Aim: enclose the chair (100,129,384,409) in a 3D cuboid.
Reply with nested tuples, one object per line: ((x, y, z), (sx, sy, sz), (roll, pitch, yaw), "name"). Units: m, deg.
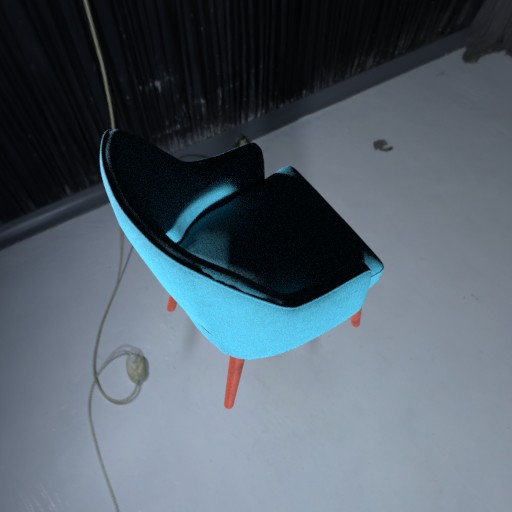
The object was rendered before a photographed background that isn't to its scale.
((0.000, 0.000, 1.228), (0.605, 0.849, 0.548), (-29, 62, -17), "chair")
